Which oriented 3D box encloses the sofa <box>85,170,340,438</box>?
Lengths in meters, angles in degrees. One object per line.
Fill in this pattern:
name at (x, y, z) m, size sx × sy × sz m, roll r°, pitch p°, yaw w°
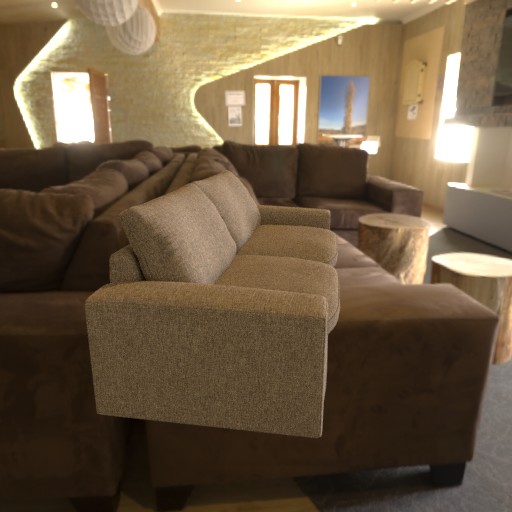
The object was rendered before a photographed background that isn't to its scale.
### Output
sofa at (0.000, 0.000, 2.829) m, size 1.040 × 0.922 × 2.299 m, roll 3°, pitch 16°, yaw 9°
